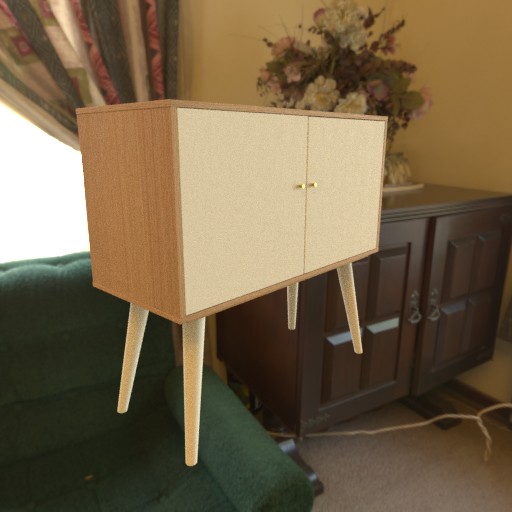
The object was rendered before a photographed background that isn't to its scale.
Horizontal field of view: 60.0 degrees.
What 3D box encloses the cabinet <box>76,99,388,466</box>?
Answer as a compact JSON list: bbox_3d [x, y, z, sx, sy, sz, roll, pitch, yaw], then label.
[{"bbox_3d":[0.000,0.000,1.654,0.470,1.016,1.057,13,20,41],"label":"cabinet"}]
